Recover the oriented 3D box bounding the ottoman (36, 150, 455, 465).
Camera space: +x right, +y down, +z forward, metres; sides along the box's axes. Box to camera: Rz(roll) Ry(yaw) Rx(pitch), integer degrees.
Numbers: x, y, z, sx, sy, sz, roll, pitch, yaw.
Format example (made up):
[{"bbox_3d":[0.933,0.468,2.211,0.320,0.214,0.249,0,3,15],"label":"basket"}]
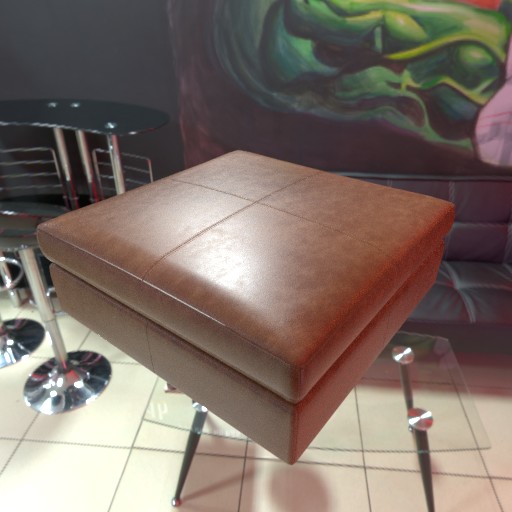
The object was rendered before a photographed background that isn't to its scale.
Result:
[{"bbox_3d":[0.000,0.000,1.792,1.169,0.483,1.168,22,37,32],"label":"ottoman"}]
